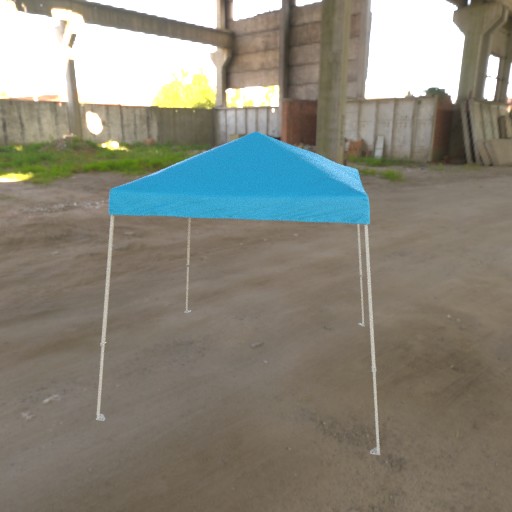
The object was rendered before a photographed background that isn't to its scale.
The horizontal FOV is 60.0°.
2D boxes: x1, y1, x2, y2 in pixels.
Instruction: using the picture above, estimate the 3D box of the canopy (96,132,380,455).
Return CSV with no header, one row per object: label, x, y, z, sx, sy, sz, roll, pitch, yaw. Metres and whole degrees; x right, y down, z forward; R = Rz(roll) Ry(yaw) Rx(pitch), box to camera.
canopy,0.000,0.000,6.663,3.600,3.600,3.599,3,17,10
